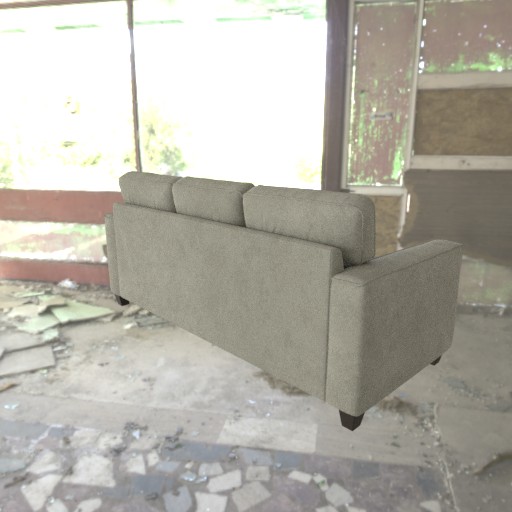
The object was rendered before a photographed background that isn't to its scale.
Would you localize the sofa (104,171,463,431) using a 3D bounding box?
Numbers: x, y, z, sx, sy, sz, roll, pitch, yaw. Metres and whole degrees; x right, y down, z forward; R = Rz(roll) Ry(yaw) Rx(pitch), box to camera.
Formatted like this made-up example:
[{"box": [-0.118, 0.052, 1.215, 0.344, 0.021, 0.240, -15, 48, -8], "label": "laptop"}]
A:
[{"box": [0.000, 0.000, 2.705, 0.939, 0.965, 2.133, -14, 20, -42], "label": "sofa"}]
